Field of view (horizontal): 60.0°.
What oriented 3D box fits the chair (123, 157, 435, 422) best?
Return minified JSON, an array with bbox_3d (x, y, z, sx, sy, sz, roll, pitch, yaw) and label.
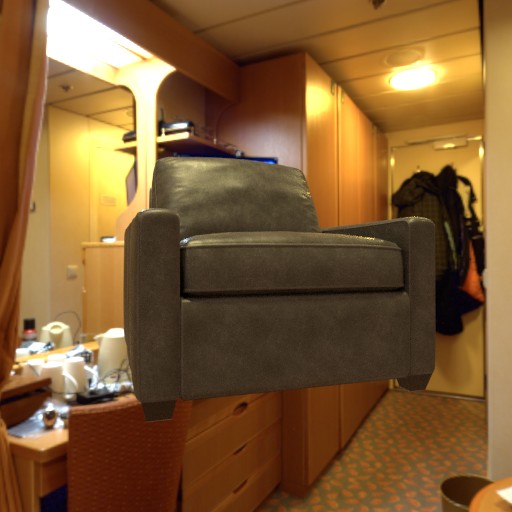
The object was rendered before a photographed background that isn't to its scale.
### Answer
[{"bbox_3d":[0.000,0.000,1.781,1.006,0.916,0.939,0,0,-19],"label":"chair"}]
